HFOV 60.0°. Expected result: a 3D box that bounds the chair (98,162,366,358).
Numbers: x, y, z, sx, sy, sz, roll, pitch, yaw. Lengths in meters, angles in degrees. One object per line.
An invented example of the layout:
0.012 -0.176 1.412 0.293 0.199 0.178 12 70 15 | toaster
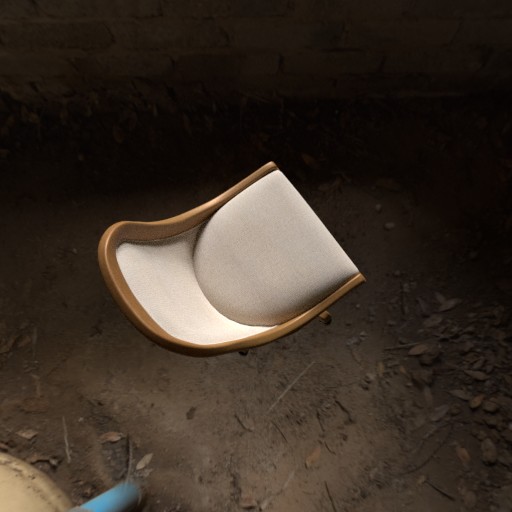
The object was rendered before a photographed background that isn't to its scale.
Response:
0.000 0.000 1.569 0.811 1.009 0.702 -35 78 -8 | chair
